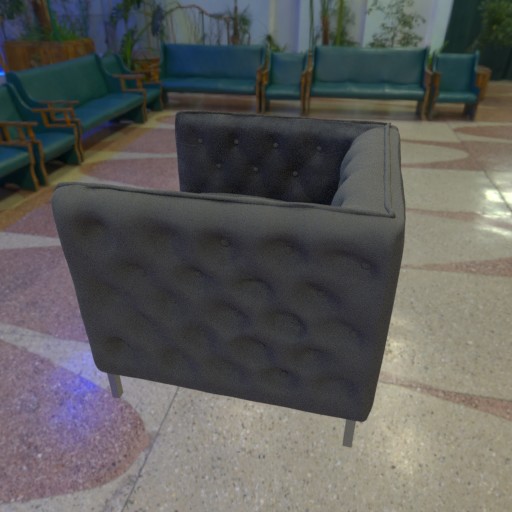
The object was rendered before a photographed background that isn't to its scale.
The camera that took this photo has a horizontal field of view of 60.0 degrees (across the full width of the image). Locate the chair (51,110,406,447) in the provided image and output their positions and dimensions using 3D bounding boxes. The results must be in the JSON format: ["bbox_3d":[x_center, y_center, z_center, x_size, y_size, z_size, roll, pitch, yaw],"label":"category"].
[{"bbox_3d":[0.000,0.000,1.591,0.913,0.807,0.946,7,32,12],"label":"chair"}]
